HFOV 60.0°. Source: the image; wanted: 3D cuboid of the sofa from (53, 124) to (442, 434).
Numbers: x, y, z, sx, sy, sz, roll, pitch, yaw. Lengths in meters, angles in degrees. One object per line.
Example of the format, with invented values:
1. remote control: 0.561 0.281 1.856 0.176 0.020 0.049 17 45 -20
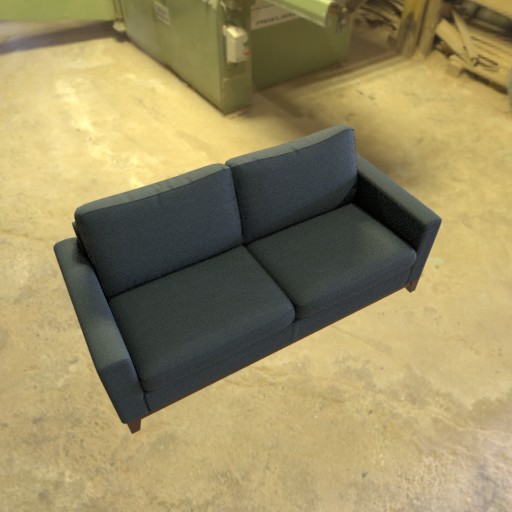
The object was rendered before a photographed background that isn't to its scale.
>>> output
1. sofa: 0.000 0.000 2.439 1.900 0.865 0.877 -22 50 -20
